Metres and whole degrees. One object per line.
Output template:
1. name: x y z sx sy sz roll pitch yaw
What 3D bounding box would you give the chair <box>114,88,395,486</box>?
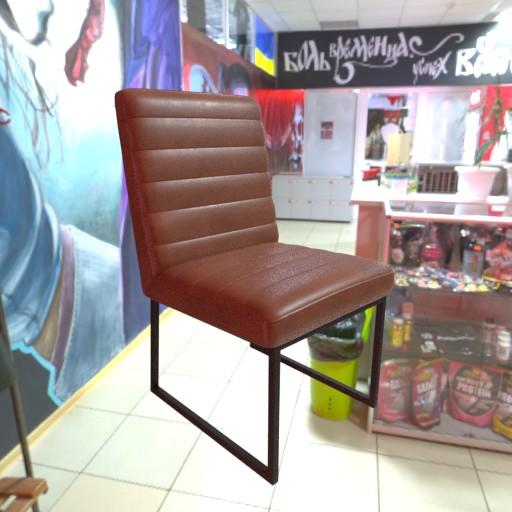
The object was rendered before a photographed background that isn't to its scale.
1. chair: 0.000 0.000 1.293 0.520 0.930 0.634 -15 21 -42
